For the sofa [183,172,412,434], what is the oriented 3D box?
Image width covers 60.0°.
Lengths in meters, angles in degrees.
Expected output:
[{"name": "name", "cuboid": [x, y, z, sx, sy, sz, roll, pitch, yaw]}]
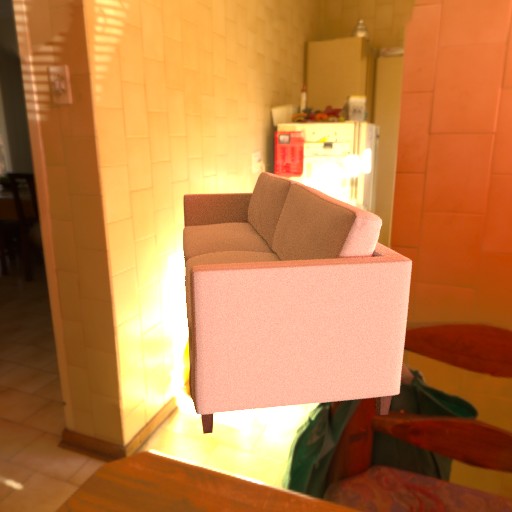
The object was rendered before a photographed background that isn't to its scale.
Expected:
[{"name": "sofa", "cuboid": [0.000, 0.000, 2.934, 0.951, 0.962, 2.361, -3, 15, -9]}]
